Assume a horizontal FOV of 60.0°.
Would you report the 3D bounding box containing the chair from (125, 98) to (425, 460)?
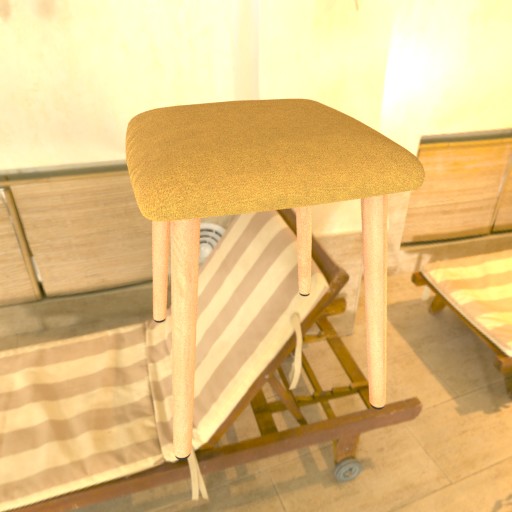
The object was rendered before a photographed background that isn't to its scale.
[{"bbox_3d":[0.000,0.000,0.705,0.350,0.440,0.350,-9,32,-14],"label":"chair"}]
